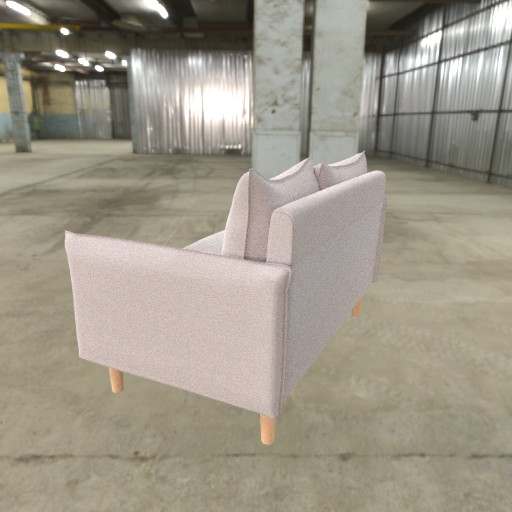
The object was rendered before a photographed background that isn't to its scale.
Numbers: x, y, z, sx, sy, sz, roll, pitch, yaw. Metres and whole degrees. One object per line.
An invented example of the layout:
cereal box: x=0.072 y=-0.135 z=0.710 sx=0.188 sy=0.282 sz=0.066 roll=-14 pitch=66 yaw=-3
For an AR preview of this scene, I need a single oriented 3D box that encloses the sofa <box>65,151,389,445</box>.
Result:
sofa: x=0.000 y=0.000 z=1.850 sx=0.820 sy=0.840 sz=1.300 roll=8 pitch=18 yaw=26
